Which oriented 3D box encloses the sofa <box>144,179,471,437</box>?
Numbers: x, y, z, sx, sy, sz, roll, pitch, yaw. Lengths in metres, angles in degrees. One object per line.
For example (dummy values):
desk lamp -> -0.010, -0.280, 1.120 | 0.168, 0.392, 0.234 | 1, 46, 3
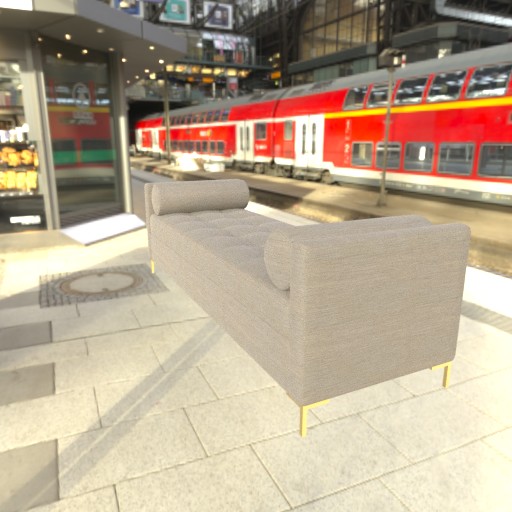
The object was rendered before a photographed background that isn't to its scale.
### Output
sofa -> 0.000, 0.000, 2.305 | 0.686, 0.635, 1.981 | -7, 17, -25
